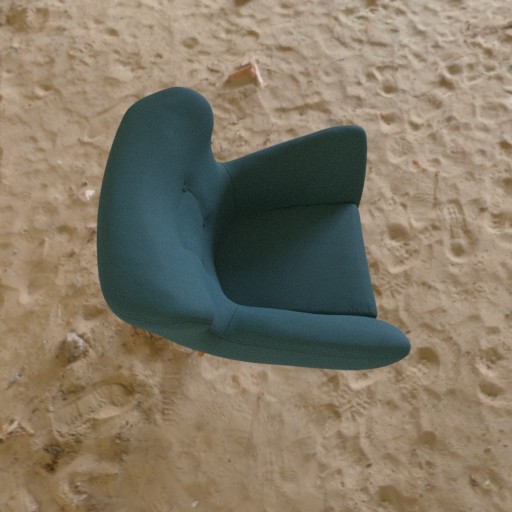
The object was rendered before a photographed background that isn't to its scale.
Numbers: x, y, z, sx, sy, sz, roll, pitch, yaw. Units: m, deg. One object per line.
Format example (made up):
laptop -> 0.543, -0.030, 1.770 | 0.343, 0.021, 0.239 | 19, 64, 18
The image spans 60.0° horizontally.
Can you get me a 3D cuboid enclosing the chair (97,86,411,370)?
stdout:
chair -> 0.000, 0.000, 1.600 | 0.889, 0.889, 0.890 | -2, 63, -1
